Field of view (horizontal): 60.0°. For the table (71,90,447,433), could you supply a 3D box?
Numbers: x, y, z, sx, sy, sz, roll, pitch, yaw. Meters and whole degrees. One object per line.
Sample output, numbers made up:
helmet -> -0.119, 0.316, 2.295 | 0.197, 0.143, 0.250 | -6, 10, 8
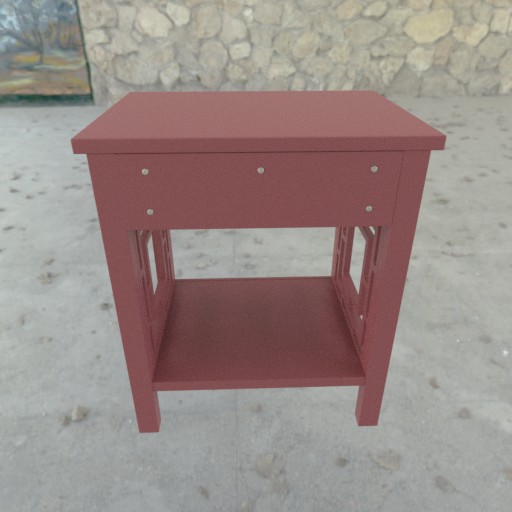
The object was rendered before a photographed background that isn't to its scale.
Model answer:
table -> 0.000, 0.000, 1.068 | 0.599, 0.686, 0.451 | -1, 29, -2
